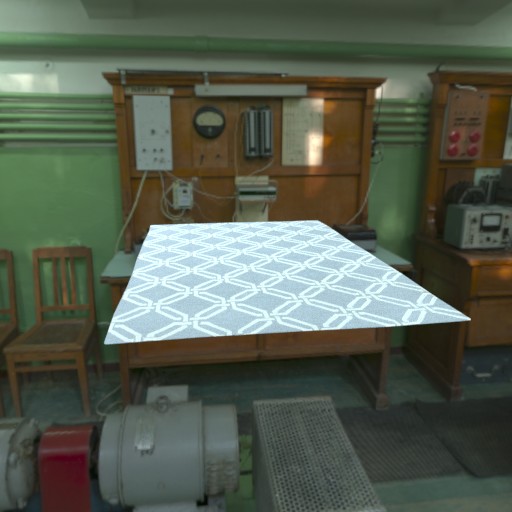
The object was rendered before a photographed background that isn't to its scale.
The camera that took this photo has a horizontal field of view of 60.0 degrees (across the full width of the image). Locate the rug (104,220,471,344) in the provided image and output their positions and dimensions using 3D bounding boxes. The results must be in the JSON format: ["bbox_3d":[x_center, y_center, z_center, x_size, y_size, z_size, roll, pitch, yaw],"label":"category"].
[{"bbox_3d":[0.000,0.000,2.170,1.148,0.010,1.754,-2,15,-8],"label":"rug"}]
